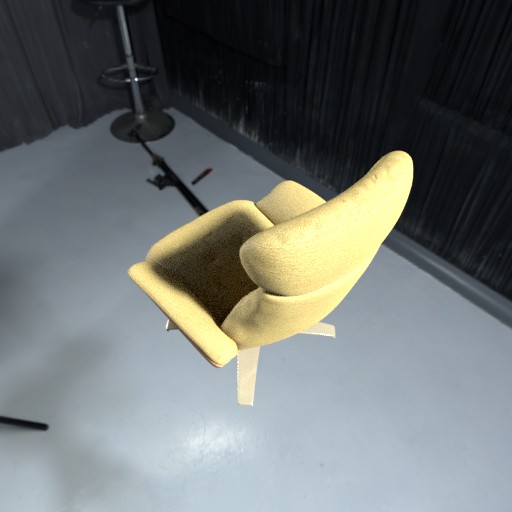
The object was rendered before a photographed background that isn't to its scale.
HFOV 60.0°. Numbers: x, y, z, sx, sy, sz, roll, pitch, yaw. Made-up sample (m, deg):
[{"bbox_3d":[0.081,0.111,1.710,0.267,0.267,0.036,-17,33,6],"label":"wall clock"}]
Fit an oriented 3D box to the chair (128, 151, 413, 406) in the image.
[{"bbox_3d":[0.000,0.000,1.560,0.785,0.995,0.837,-33,55,-27],"label":"chair"}]
